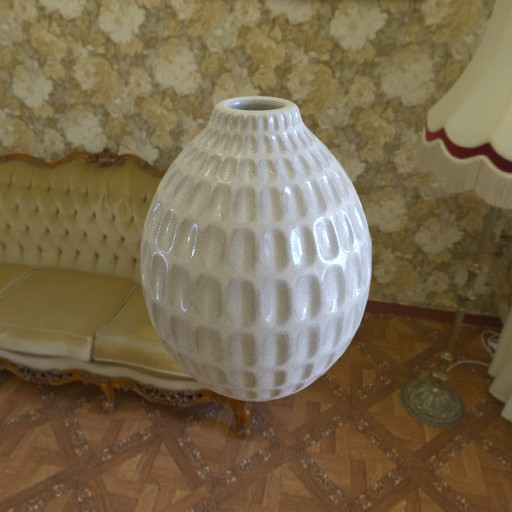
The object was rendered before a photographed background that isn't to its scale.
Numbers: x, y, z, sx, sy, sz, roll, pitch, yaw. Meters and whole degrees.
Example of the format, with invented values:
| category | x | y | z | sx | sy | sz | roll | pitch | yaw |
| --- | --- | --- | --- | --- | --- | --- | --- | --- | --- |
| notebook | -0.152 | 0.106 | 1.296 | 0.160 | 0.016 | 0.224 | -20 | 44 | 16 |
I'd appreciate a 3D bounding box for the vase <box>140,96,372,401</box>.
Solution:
| category | x | y | z | sx | sy | sz | roll | pitch | yaw |
| --- | --- | --- | --- | --- | --- | --- | --- | --- | --- |
| vase | 0.000 | 0.000 | 0.251 | 0.128 | 0.167 | 0.128 | 0 | 30 | 0 |
